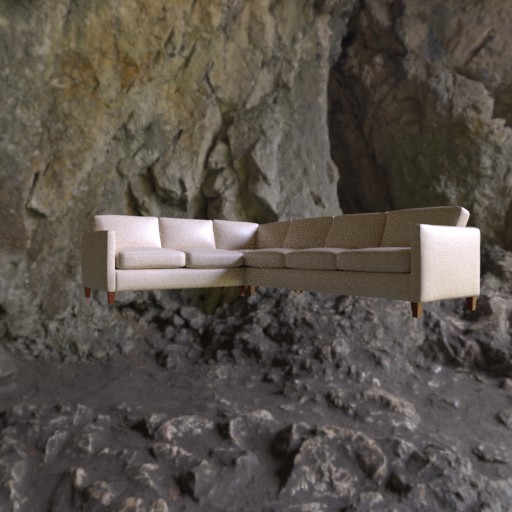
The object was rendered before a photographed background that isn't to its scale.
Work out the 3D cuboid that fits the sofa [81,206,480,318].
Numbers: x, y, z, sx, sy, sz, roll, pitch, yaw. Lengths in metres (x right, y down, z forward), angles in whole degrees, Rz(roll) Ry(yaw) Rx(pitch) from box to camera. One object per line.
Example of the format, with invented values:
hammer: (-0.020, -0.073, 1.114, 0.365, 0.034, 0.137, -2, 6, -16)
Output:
sofa: (0.000, 0.000, 4.458, 2.593, 0.947, 3.302, 0, 0, -36)
